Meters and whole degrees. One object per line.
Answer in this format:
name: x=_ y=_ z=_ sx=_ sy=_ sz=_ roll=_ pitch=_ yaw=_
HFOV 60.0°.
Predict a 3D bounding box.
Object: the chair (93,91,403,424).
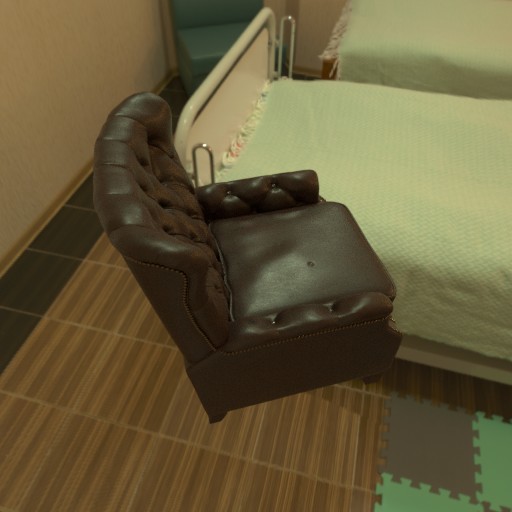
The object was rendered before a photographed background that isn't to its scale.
chair: x=0.000 y=0.000 z=1.444 sx=0.823 sy=0.864 sz=0.709 roll=-11 pitch=48 yaw=-10
